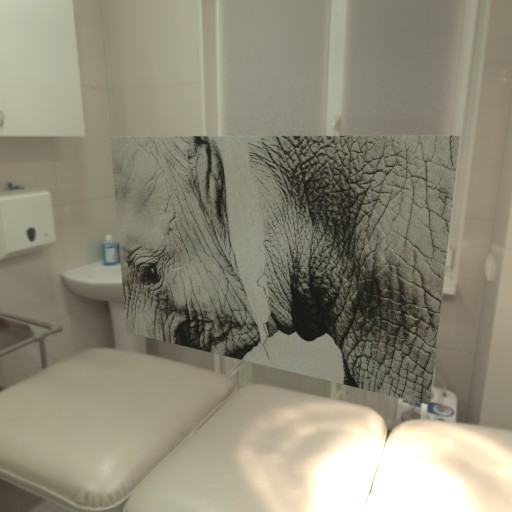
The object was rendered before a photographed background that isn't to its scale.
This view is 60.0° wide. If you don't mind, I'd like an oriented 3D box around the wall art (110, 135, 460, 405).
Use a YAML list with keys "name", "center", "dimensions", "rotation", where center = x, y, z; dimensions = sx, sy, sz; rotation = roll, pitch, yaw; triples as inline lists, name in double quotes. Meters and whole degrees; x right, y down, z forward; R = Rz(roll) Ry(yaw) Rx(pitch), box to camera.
- name: "wall art"
  center: [0.000, 0.000, 1.451]
  dimensions: [1.141, 0.758, 0.035]
  rotation: [7, 16, 25]
